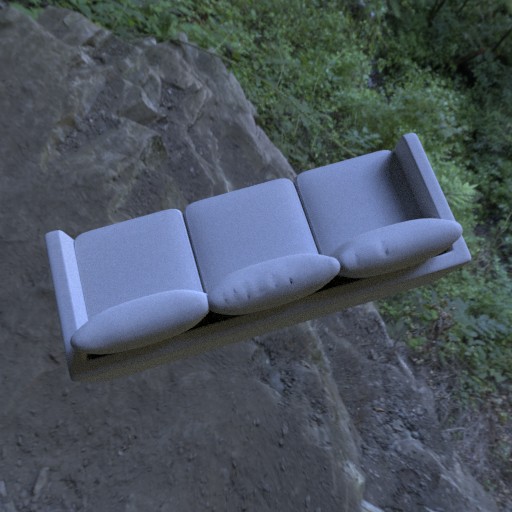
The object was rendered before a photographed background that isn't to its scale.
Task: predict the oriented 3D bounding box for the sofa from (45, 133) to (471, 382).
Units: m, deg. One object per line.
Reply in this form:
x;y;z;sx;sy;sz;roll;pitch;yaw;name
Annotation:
0.000;0.000;2.642;2.218;0.874;0.859;-16;75;-4;sofa
